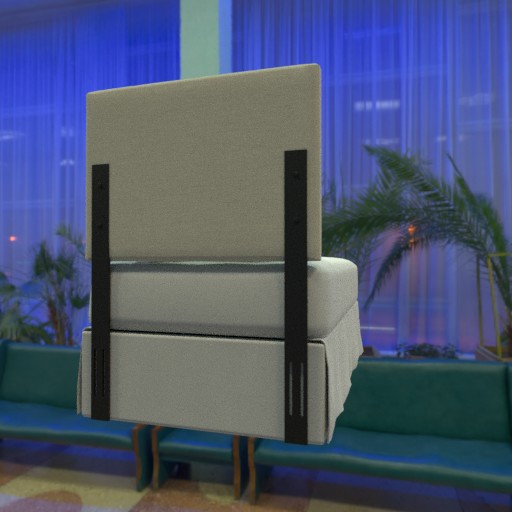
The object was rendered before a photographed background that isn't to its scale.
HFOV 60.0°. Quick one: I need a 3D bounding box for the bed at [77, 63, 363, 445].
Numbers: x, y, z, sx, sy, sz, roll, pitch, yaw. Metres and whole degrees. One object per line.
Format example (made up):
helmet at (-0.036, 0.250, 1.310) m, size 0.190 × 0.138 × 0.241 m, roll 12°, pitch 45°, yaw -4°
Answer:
bed at (0.000, 0.000, 2.902) m, size 1.261 × 1.571 × 1.997 m, roll 0°, pitch -1°, yaw 17°
